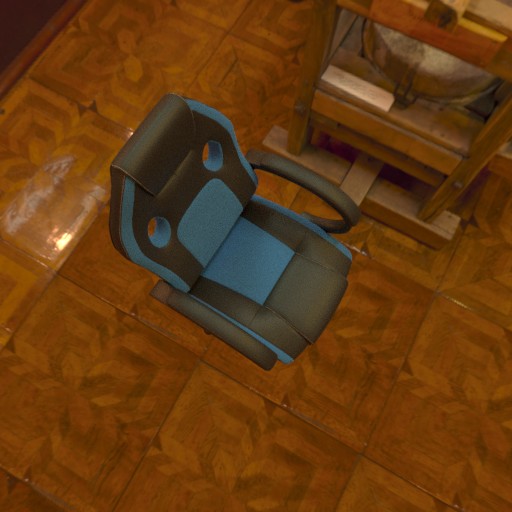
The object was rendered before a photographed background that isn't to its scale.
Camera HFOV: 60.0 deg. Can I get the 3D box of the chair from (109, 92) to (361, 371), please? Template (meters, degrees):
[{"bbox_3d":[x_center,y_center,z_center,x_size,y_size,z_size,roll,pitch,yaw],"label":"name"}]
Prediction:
[{"bbox_3d":[0.000,0.000,1.645,0.724,1.187,0.673,31,76,8],"label":"chair"}]
